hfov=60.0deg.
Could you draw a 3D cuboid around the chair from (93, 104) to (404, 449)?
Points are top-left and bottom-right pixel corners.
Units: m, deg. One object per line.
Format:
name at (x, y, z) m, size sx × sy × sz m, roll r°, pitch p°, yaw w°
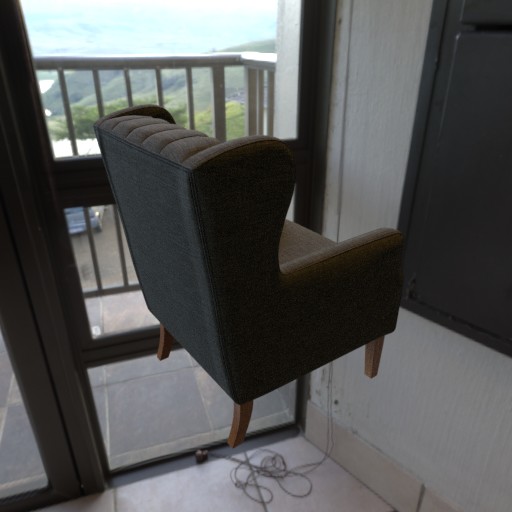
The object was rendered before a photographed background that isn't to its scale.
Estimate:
chair at (0.000, 0.000, 1.506) m, size 0.775 × 0.953 × 0.711 m, roll -18°, pitch 32°, yaw -32°
